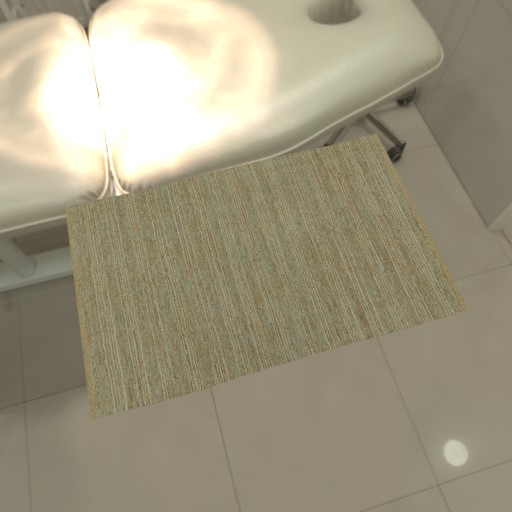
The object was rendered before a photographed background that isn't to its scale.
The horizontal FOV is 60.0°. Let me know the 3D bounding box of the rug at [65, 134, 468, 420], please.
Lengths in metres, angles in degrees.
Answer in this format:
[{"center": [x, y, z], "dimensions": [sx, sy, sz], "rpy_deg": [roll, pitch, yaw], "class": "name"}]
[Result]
[{"center": [0.000, 0.000, 3.058], "dimensions": [2.448, 0.012, 1.540], "rpy_deg": [-15, 65, -7], "class": "rug"}]
